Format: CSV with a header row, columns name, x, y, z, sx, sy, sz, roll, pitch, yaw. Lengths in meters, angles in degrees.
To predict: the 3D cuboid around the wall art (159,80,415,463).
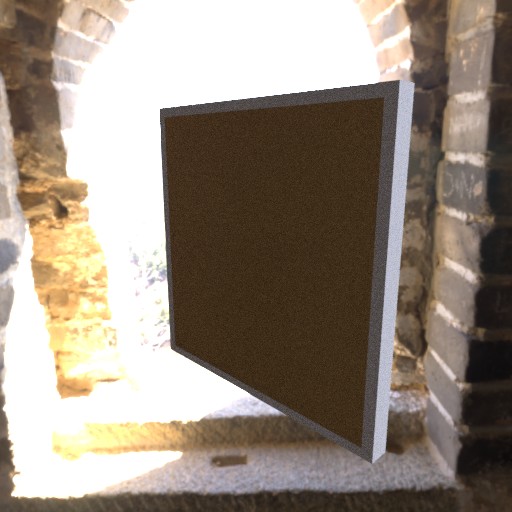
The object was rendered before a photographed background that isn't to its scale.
name,x,y,z,sx,sy,sz,roll,pitch,yaw
wall art,0.000,0.000,0.753,0.035,0.507,0.508,-13,19,-42
